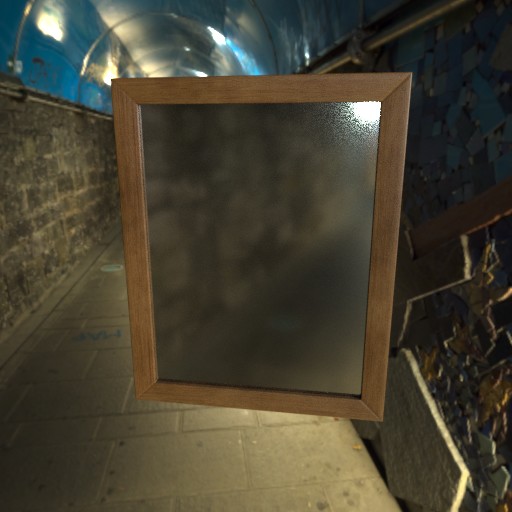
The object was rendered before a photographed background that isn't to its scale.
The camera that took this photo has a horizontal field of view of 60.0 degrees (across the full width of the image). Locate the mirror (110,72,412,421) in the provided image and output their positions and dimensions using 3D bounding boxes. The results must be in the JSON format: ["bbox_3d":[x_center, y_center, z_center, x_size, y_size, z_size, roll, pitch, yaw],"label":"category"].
[{"bbox_3d":[0.000,0.000,0.673,0.405,0.508,0.041,2,15,8],"label":"mirror"}]
